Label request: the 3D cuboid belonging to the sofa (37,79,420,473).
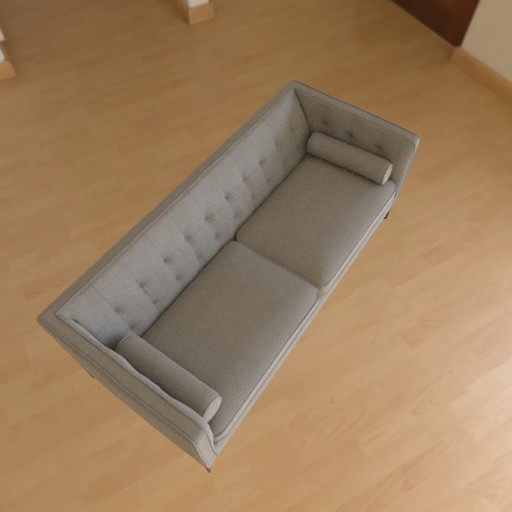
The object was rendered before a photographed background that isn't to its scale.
[{"bbox_3d":[0.000,0.000,2.556,0.912,0.798,2.079,31,62,18],"label":"sofa"}]
